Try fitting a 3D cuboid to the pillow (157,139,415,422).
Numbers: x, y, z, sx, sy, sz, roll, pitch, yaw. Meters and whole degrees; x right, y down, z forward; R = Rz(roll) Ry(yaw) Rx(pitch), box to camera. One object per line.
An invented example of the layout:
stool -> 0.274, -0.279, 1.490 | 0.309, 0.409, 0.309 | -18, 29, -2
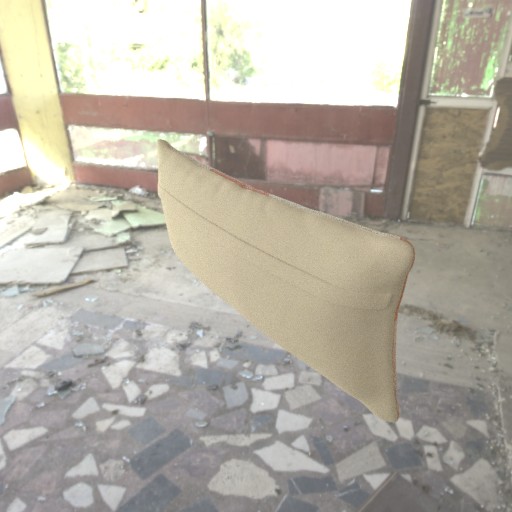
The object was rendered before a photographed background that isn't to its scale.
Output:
pillow -> 0.000, 0.000, 0.733 | 0.155, 0.292, 0.609 | -17, 31, -31
